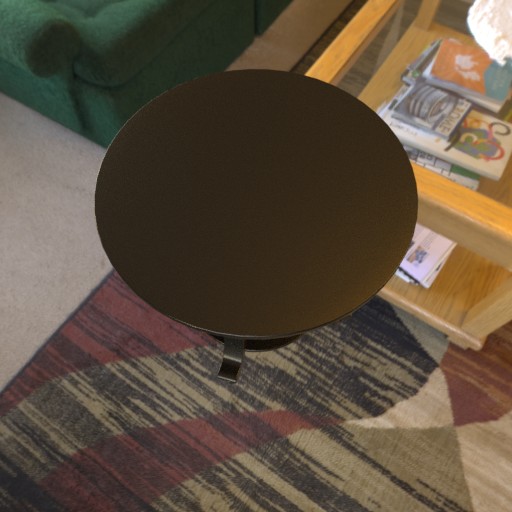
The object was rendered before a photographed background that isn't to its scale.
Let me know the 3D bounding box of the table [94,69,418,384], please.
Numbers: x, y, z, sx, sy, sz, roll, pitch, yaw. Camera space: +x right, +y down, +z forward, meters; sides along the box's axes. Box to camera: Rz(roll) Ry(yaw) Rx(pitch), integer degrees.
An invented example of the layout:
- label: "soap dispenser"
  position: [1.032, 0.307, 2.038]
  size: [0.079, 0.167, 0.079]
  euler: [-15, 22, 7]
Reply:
- label: "table"
  position: [0.000, 0.000, 1.099]
  size: [0.597, 0.618, 0.597]
  euler: [0, 63, 0]
